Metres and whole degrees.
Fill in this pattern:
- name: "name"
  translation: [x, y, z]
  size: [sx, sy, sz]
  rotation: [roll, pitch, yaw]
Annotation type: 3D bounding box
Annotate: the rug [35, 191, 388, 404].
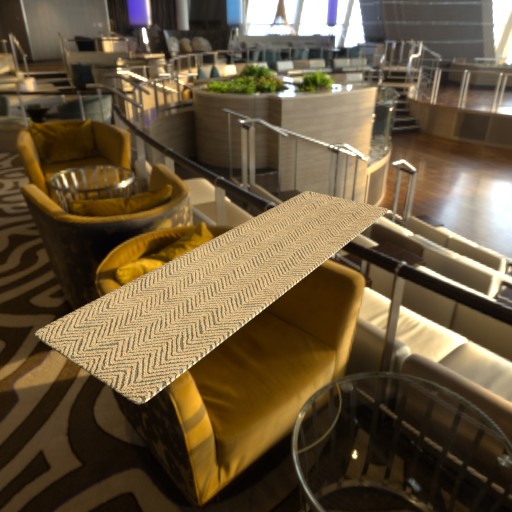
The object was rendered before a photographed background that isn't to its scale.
- name: "rug"
  translation: [0.000, 0.000, 2.520]
  size: [0.686, 0.008, 2.286]
  rotation: [19, 33, 32]
